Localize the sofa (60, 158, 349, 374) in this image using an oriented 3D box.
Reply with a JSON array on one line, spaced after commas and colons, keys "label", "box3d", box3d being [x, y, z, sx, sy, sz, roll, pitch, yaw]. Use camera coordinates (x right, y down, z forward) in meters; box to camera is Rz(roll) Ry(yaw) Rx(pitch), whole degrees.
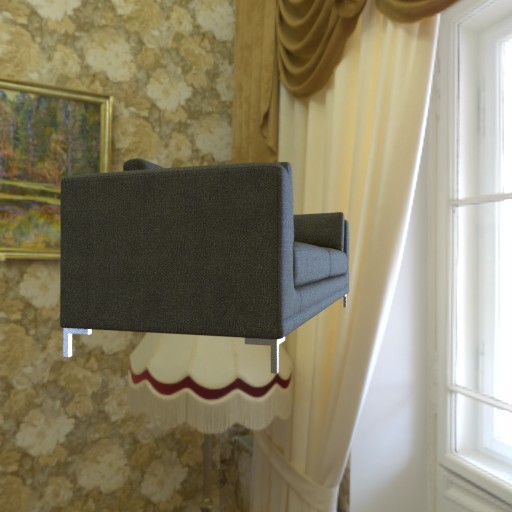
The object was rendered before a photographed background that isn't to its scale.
[{"label": "sofa", "box3d": [0.000, 0.000, 2.855, 0.969, 0.867, 2.415, 0, -1, 17]}]
